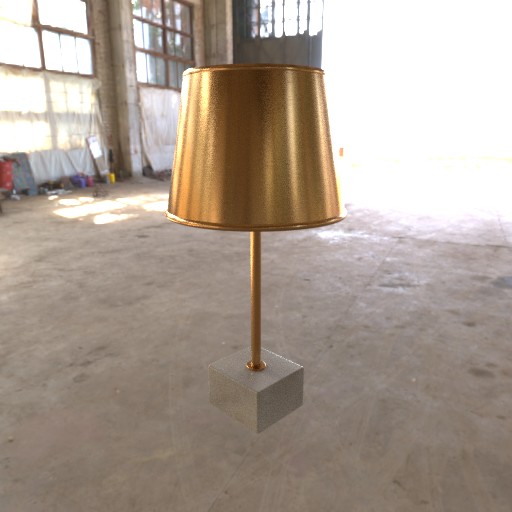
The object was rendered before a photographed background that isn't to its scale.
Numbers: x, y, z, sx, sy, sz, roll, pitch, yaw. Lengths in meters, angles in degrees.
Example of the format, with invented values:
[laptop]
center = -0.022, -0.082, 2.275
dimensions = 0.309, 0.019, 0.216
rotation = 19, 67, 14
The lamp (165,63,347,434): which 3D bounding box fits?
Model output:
[lamp]
center = 0.000, 0.000, 0.532
dimensions = 0.208, 0.406, 0.208
rotation = 0, 15, 0
